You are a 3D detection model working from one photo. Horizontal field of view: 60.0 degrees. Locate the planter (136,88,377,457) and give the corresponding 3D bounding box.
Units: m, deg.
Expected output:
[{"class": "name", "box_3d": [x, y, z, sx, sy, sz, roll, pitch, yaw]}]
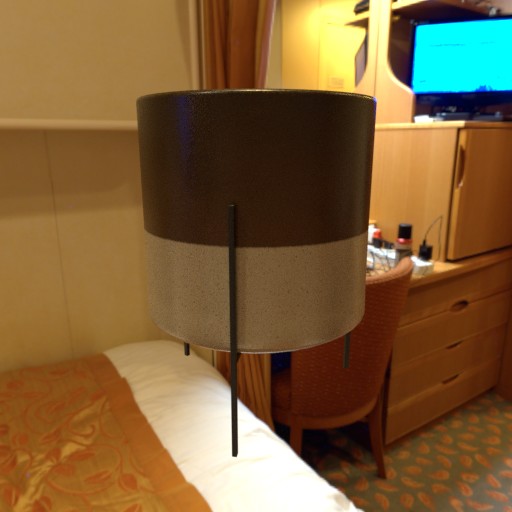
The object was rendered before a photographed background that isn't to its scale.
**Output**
[{"class": "planter", "box_3d": [0.000, 0.000, 0.703, 0.345, 0.465, 0.354, 2, 15, 9]}]
